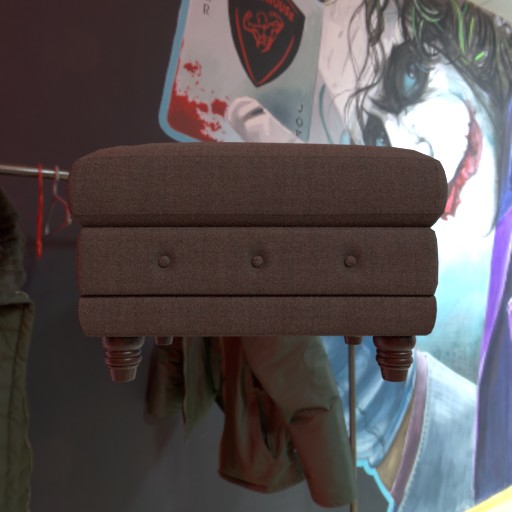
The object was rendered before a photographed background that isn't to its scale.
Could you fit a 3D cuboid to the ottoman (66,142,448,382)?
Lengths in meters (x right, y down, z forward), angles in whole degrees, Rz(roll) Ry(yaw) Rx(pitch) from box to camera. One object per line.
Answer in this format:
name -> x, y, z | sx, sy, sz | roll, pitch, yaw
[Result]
ottoman -> 0.000, 0.000, 1.208 | 0.809, 0.555, 0.599 | 0, -1, 0
